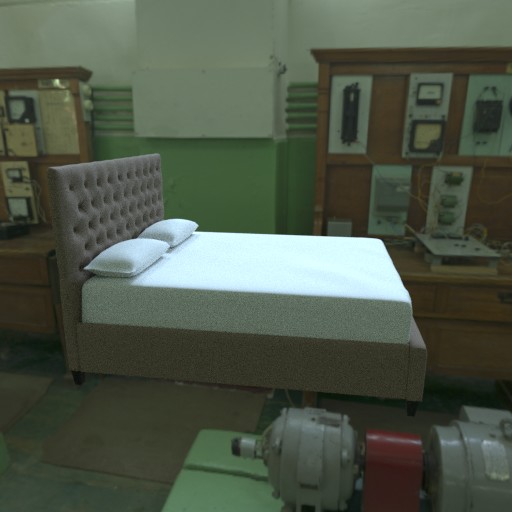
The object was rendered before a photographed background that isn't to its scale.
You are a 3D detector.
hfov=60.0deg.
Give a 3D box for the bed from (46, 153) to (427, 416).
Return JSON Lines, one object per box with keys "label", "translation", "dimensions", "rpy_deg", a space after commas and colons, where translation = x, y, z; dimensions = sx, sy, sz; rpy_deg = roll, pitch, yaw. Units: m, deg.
{"label": "bed", "translation": [0.000, 0.000, 3.369], "dimensions": [2.233, 1.426, 1.696], "rpy_deg": [3, 16, 9]}
